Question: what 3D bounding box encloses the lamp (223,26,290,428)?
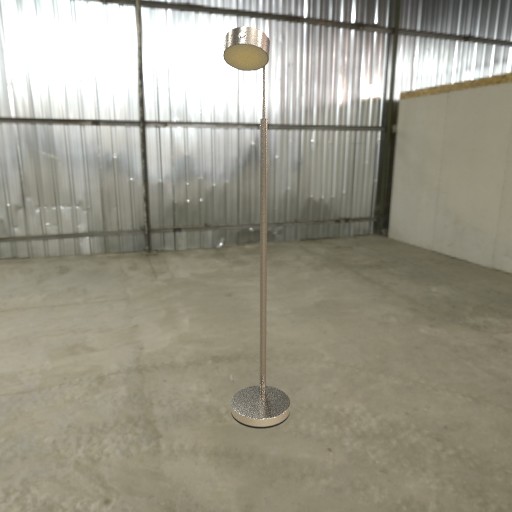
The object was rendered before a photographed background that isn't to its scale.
[{"bbox_3d":[0.000,0.000,1.419,0.222,1.250,0.421,2,15,9],"label":"lamp"}]
